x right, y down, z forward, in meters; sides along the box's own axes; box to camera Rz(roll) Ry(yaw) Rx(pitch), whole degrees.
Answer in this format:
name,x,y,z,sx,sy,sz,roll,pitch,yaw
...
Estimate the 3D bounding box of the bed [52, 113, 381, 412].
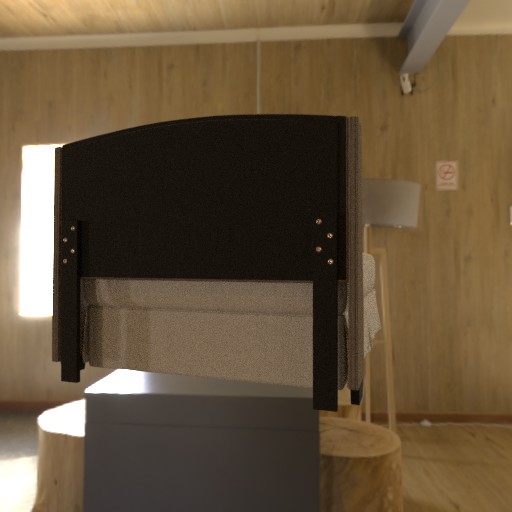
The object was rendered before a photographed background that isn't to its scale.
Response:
name,x,y,z,sx,sy,sz,roll,pitch,yaw
bed,0.000,0.000,3.283,1.710,1.407,2.237,0,0,19
